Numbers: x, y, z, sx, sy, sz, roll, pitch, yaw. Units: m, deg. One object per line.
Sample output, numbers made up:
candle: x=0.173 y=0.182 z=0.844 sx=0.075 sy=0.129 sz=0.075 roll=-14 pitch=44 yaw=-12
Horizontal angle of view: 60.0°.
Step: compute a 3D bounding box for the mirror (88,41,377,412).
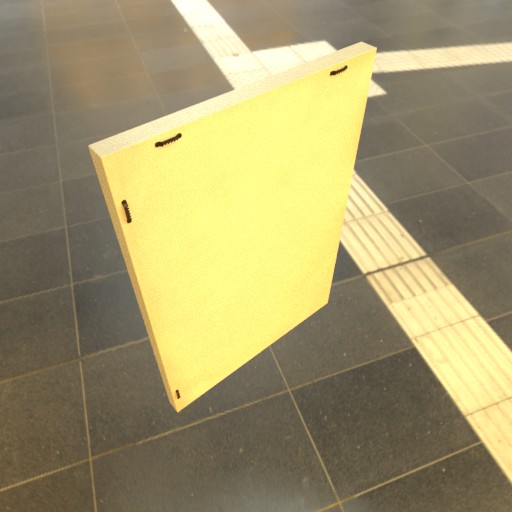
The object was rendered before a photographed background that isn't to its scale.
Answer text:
mirror: x=0.000 y=0.000 z=0.906 sx=0.507 sy=0.710 sz=0.040 roll=-31 pitch=54 yaw=-26
